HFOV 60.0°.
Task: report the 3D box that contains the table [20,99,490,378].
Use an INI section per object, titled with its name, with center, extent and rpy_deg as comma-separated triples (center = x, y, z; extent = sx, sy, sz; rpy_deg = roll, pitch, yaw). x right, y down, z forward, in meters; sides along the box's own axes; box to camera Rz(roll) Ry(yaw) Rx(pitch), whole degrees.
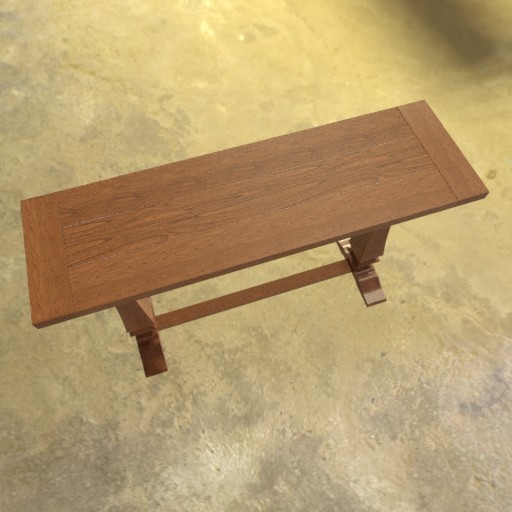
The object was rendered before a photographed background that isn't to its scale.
[table]
center = 0.000, 0.000, 1.834
extent = 1.478, 0.852, 0.461
rpy_deg = -16, 63, -8
